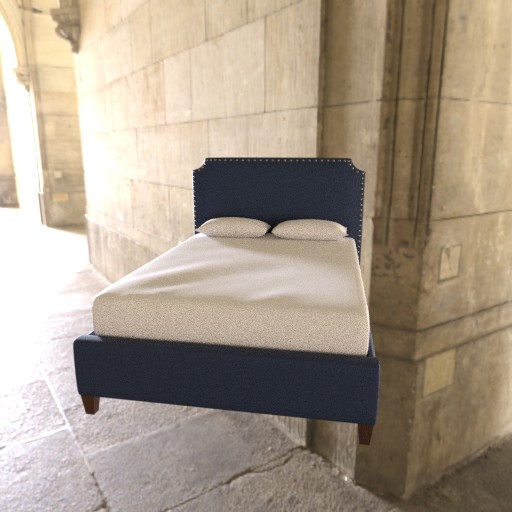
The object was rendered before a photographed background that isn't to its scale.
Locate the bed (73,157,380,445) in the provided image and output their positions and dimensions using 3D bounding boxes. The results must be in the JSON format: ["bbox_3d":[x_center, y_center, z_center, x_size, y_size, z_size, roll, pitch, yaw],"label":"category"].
[{"bbox_3d":[0.000,0.000,3.406,1.712,1.443,2.372,2,14,10],"label":"bed"}]
